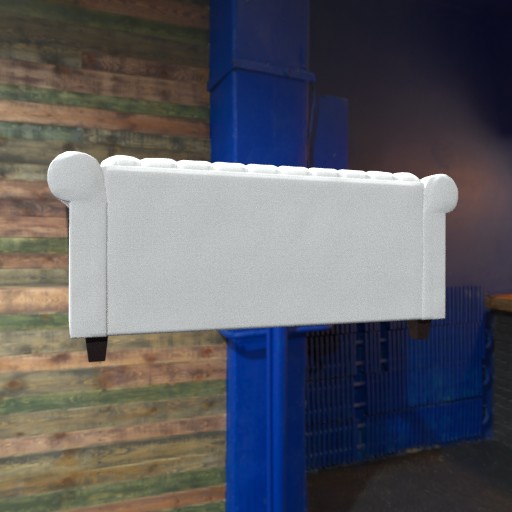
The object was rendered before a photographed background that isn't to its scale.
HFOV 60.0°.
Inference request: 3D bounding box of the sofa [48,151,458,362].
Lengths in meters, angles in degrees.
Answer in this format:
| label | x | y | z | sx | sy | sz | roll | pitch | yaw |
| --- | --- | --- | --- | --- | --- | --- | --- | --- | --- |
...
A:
| label | x | y | z | sx | sy | sz | roll | pitch | yaw |
| --- | --- | --- | --- | --- | --- | --- | --- | --- | --- |
| sofa | 0.000 | 0.000 | 2.215 | 1.798 | 0.796 | 0.771 | 0 | 1 | -17 |
